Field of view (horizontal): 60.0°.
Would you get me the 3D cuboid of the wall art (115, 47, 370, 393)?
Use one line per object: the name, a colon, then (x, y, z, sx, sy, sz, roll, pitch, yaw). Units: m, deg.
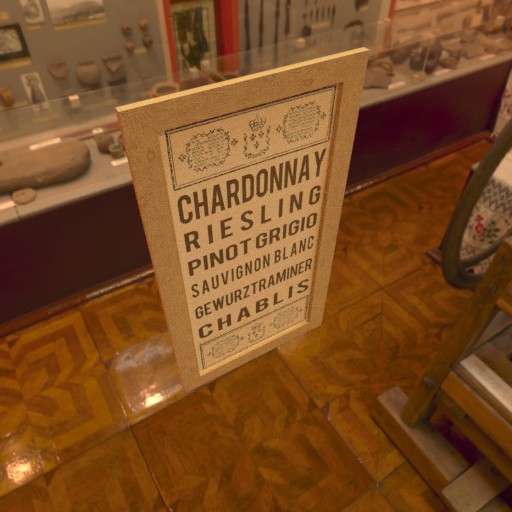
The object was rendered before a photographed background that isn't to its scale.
wall art: (0.000, 0.000, 0.834, 0.381, 0.683, 0.013, -22, 49, -21)
